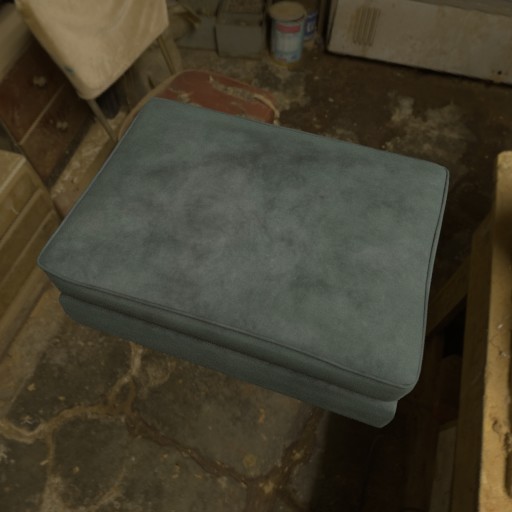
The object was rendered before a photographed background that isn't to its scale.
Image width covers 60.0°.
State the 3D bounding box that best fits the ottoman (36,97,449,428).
[{"bbox_3d":[0.000,0.000,1.222,0.864,0.495,0.632,16,60,10],"label":"ottoman"}]
